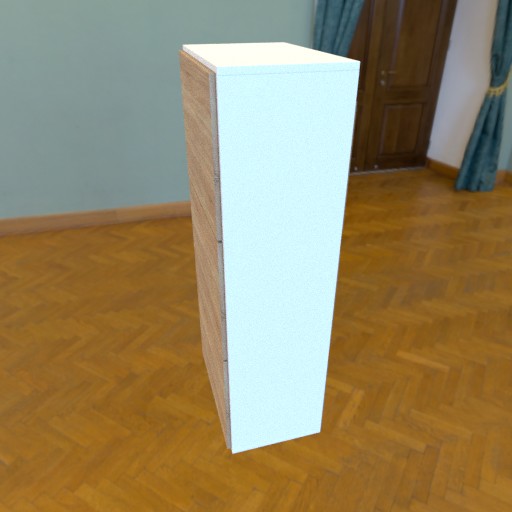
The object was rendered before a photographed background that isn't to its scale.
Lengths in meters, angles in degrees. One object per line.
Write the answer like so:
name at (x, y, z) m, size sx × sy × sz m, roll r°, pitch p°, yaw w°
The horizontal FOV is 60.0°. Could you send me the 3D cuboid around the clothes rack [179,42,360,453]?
clothes rack at (0.000, 0.000, 1.413) m, size 0.331 × 1.187 × 0.500 m, roll -8°, pitch 31°, yaw -14°
